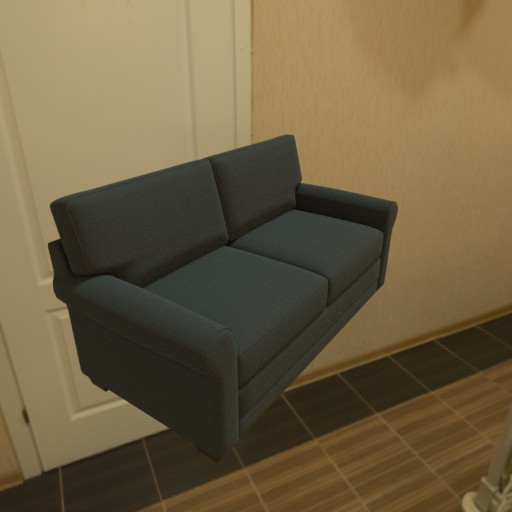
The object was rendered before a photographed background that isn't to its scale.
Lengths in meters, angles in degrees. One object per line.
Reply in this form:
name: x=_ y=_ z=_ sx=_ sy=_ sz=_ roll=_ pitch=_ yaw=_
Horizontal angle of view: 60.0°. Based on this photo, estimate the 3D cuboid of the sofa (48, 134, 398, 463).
sofa: x=0.000 y=0.000 z=2.479 sx=0.940 sy=1.020 sz=1.930 roll=17 pitch=30 yaw=32
